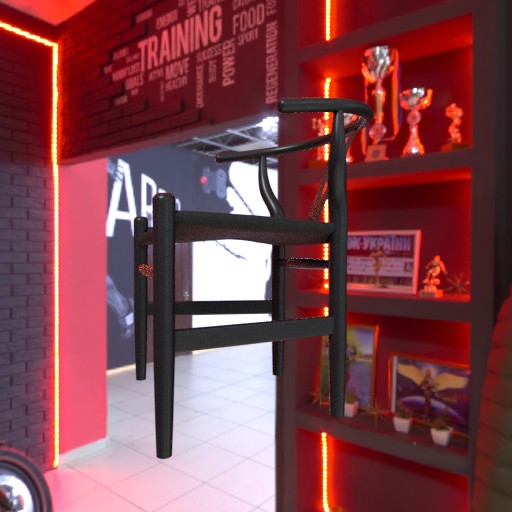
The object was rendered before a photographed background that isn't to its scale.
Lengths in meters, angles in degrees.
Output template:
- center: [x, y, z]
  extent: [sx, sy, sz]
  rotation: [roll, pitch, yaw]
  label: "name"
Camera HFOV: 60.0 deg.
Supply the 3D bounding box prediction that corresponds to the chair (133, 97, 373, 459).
- center: [0.000, 0.000, 1.147]
  extent: [0.579, 0.730, 0.569]
  rotation: [0, 0, -19]
  label: "chair"
